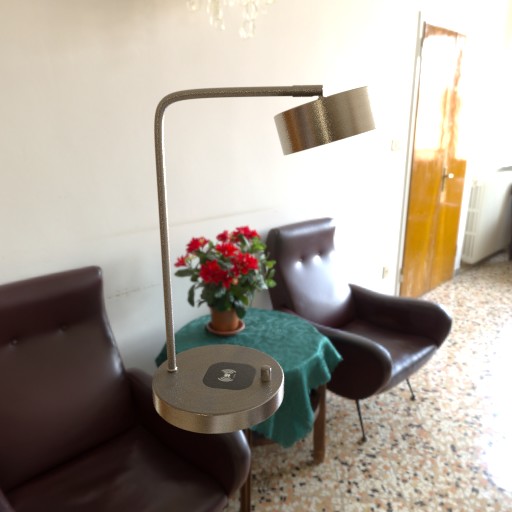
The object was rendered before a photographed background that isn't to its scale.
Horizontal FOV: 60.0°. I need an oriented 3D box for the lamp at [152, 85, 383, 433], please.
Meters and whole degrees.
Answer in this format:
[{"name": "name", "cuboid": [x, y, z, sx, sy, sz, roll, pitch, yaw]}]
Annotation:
[{"name": "lamp", "cuboid": [0.000, 0.000, 0.652, 0.334, 0.469, 0.211, 3, 16, 10]}]
